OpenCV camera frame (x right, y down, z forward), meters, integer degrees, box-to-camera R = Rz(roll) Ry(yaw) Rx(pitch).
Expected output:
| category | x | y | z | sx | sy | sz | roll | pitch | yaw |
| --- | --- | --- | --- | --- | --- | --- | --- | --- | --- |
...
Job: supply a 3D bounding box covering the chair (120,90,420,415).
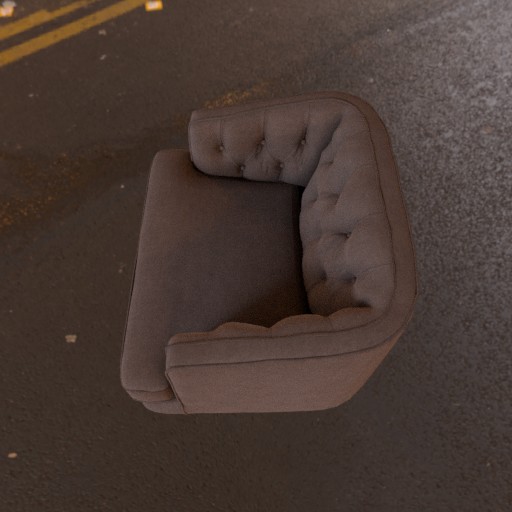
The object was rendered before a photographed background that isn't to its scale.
| category | x | y | z | sx | sy | sz | roll | pitch | yaw |
| --- | --- | --- | --- | --- | --- | --- | --- | --- | --- |
| chair | 0.000 | 0.000 | 1.757 | 0.941 | 0.852 | 1.104 | 0 | 59 | 0 |
